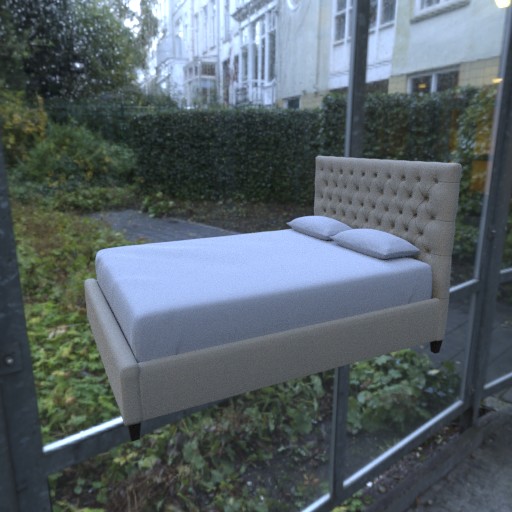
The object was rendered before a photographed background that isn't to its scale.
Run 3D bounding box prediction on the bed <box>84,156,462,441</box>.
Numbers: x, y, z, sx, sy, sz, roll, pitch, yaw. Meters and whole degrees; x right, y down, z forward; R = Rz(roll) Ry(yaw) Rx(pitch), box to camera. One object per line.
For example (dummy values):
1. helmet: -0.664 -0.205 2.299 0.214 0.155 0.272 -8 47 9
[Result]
1. bed: 0.000 0.000 3.424 2.387 1.427 1.698 -7 16 -26
